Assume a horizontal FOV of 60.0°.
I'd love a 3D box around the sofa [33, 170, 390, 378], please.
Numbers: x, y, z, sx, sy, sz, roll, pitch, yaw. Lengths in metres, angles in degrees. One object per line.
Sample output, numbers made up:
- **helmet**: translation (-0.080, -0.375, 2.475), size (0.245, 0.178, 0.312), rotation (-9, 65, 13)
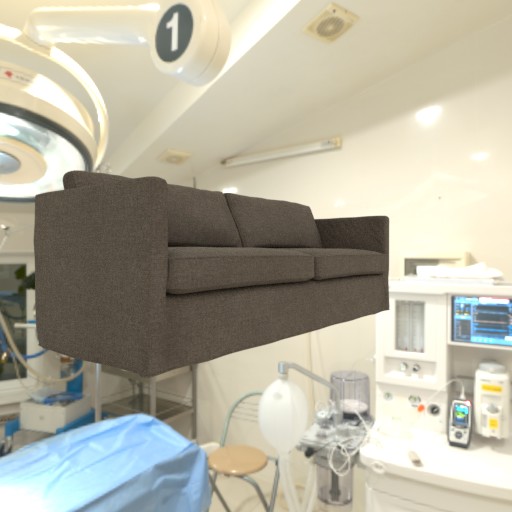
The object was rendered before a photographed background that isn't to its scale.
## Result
- **sofa**: translation (0.000, 0.000, 3.240), size (1.036, 0.998, 2.779), rotation (0, 1, 37)
